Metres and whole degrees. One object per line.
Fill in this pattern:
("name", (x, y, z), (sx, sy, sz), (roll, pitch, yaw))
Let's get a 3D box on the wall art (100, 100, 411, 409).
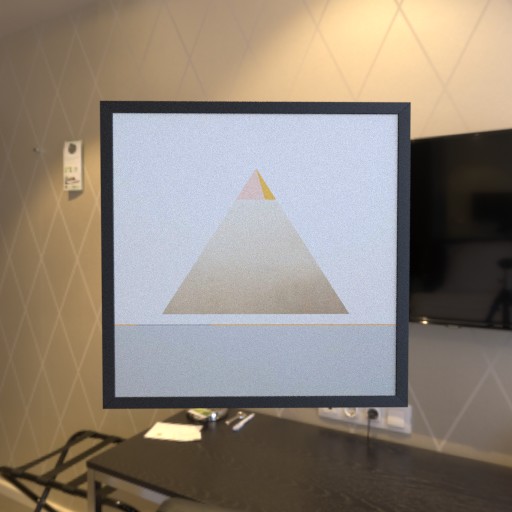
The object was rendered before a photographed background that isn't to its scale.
("wall art", (0.000, 0.000, 1.127), (0.769, 0.766, 0.042), (0, 2, -1))
